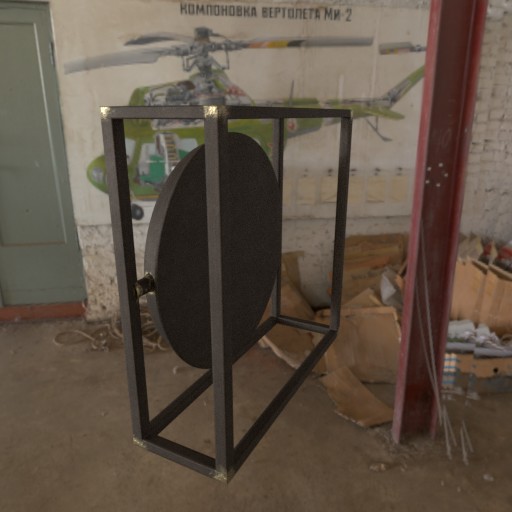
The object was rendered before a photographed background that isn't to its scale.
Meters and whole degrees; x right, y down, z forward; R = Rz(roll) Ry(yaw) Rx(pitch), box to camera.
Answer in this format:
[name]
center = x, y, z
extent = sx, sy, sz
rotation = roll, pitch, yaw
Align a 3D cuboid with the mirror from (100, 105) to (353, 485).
[mirror]
center = 0.000, 0.000, 0.480
extent = 0.107, 0.303, 0.306
rotation = 9, 20, 26
